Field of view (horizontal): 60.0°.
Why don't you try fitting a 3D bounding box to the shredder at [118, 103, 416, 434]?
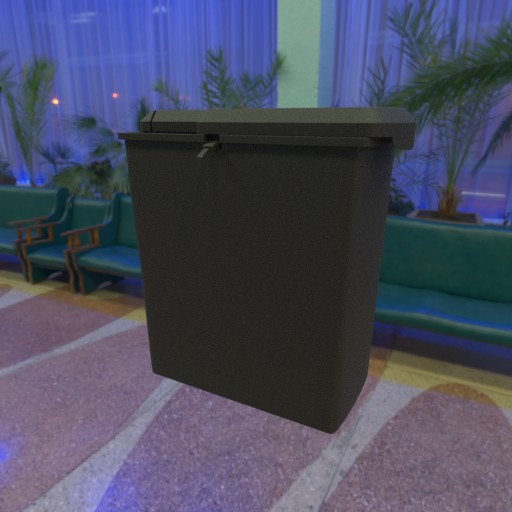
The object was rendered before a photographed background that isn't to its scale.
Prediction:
[{"bbox_3d":[0.000,0.000,0.517,0.320,0.335,0.170,9,20,27],"label":"shredder"}]
